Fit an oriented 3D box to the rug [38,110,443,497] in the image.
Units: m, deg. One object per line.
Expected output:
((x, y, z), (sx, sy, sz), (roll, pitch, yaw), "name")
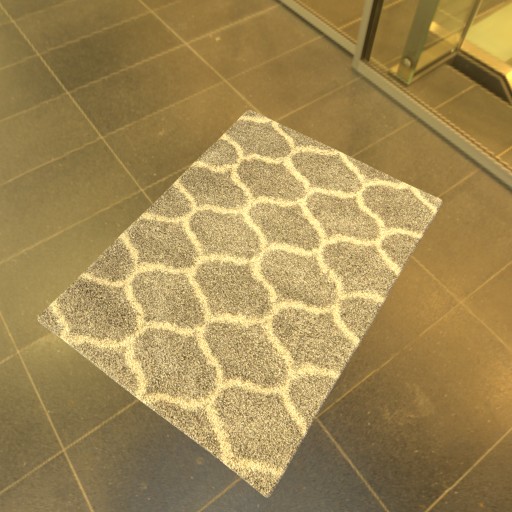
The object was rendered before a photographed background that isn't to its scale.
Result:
((0.000, 0.000, 2.073), (1.200, 0.025, 1.600), (30, 63, 17), "rug")
